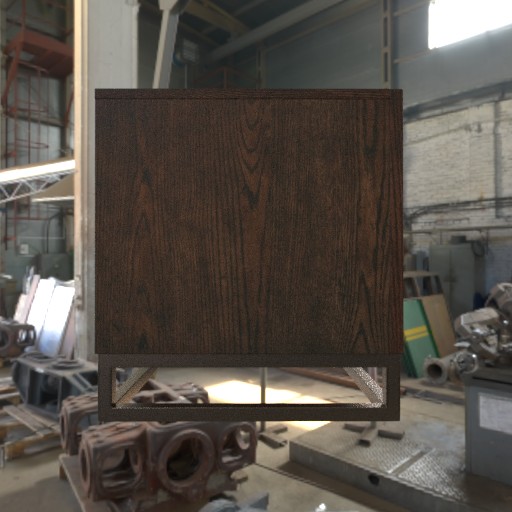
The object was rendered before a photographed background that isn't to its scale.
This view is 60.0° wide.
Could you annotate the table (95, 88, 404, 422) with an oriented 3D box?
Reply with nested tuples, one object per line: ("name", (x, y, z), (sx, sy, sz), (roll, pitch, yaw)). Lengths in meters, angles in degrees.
("table", (0.000, 0.000, 1.024), (0.566, 0.582, 0.506), (0, 0, 0))
